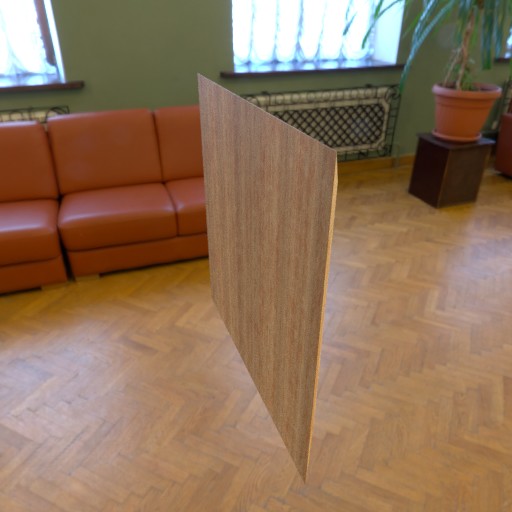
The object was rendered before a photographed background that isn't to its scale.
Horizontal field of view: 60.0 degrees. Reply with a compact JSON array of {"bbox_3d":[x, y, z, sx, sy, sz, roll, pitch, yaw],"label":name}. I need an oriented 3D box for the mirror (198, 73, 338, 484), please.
[{"bbox_3d":[0.000,0.000,0.953,0.047,0.651,0.651,-11,32,-18],"label":"mirror"}]
